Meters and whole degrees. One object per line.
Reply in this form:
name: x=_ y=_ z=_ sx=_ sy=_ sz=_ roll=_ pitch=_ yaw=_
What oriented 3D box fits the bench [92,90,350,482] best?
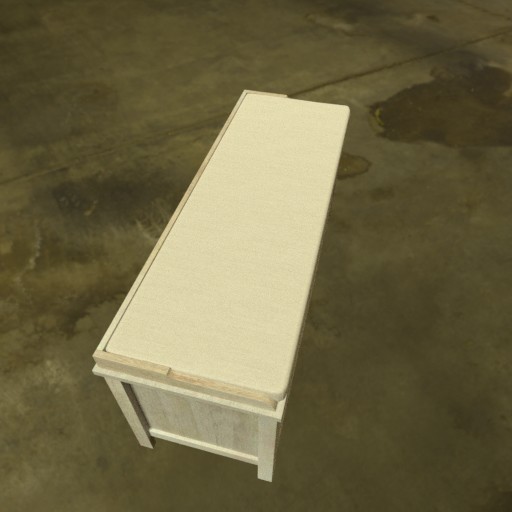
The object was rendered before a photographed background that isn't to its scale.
bench: x=0.000 y=0.000 z=1.396 sx=0.398 sy=0.501 sz=1.140 roll=11 pitch=49 yaw=10
